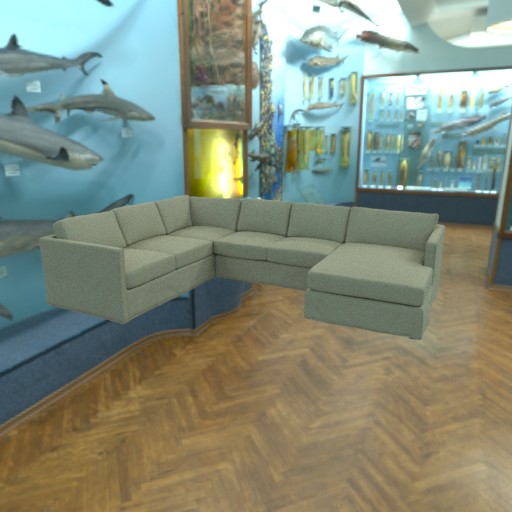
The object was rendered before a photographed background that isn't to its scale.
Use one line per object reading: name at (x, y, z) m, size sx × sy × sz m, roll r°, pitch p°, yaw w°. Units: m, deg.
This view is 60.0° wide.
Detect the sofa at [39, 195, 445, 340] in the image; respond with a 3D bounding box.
sofa at (0.000, 0.000, 4.586) m, size 3.460 × 0.882 × 2.427 m, roll 7°, pitch 17°, yaw 26°
